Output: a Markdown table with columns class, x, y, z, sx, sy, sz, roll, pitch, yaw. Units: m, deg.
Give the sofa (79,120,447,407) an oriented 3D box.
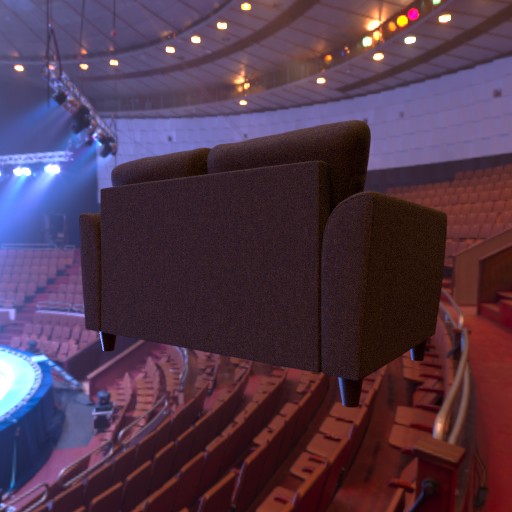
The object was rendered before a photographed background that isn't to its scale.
| class | x | y | z | sx | sy | sz | roll | pitch | yaw |
| --- | --- | --- | --- | --- | --- | --- | --- | --- | --- |
| sofa | 0.000 | 0.000 | 1.974 | 1.423 | 0.885 | 0.851 | 1 | 1 | 36 |
